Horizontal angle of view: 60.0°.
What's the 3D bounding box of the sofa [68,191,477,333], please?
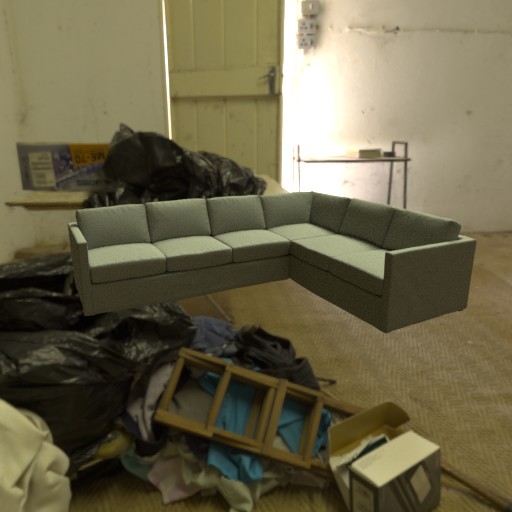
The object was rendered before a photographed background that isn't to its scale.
[{"bbox_3d":[0.000,0.000,4.326,3.182,0.871,2.432,-8,18,-26],"label":"sofa"}]
